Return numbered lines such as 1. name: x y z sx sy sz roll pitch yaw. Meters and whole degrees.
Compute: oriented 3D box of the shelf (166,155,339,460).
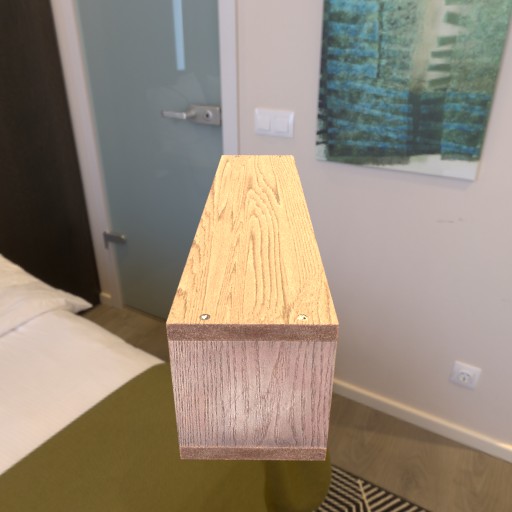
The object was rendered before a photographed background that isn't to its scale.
1. shelf: 0.000 0.000 0.695 0.150 0.170 0.610 0 26 1
